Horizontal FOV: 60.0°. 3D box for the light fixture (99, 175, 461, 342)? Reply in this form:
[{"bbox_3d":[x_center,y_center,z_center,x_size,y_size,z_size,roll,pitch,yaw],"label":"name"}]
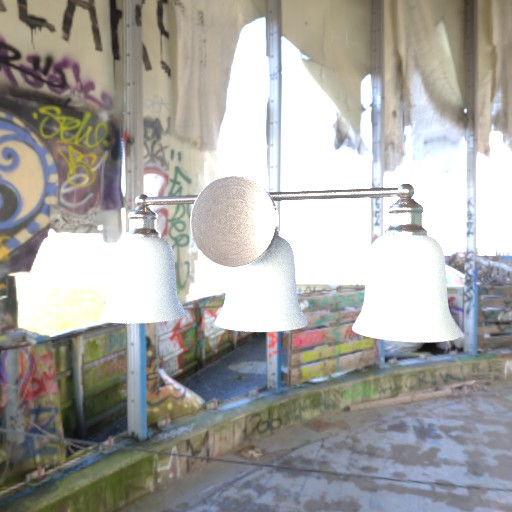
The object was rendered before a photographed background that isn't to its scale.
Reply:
[{"bbox_3d":[0.000,0.000,0.666,0.570,0.211,0.198,0,1,19],"label":"light fixture"}]
